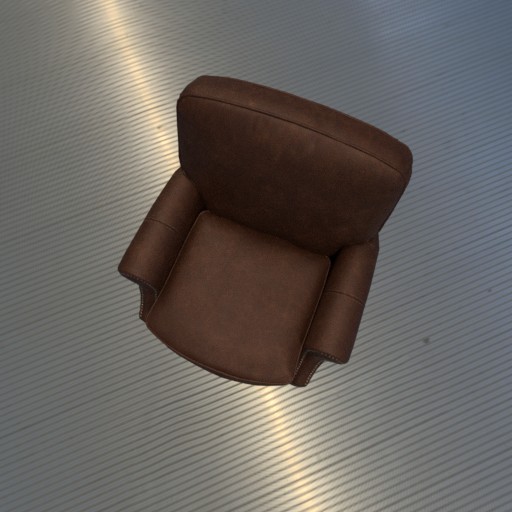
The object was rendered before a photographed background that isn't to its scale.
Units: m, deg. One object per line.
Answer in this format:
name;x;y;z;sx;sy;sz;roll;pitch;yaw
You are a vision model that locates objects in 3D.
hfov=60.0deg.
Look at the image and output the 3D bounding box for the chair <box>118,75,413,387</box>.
chair;0.000;0.000;1.786;0.936;1.018;0.986;21;76;6
